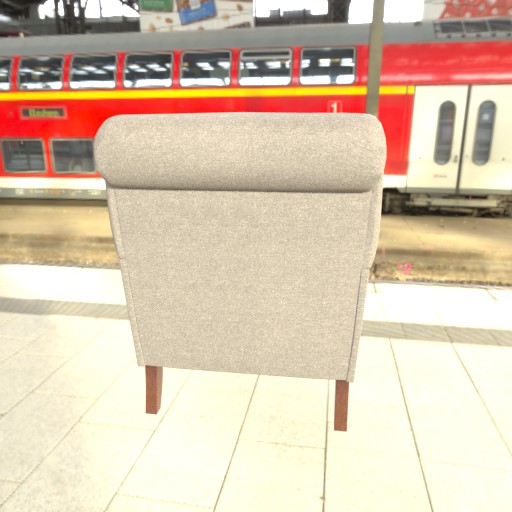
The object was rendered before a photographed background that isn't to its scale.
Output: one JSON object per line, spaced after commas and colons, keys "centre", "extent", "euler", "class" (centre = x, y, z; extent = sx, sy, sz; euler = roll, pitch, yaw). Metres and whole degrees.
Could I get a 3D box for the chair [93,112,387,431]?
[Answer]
{"centre": [0.000, 0.000, 1.568], "extent": [0.766, 0.942, 0.843], "euler": [2, 16, 8], "class": "chair"}
